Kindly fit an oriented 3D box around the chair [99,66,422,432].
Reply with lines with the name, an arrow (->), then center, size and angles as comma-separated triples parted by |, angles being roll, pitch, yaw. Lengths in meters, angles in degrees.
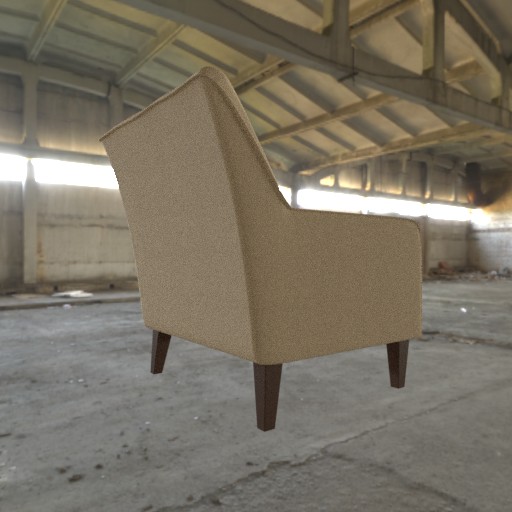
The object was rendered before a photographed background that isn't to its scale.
chair -> 0.000, 0.000, 1.598 | 0.899, 0.919, 0.780 | 0, 0, -37
